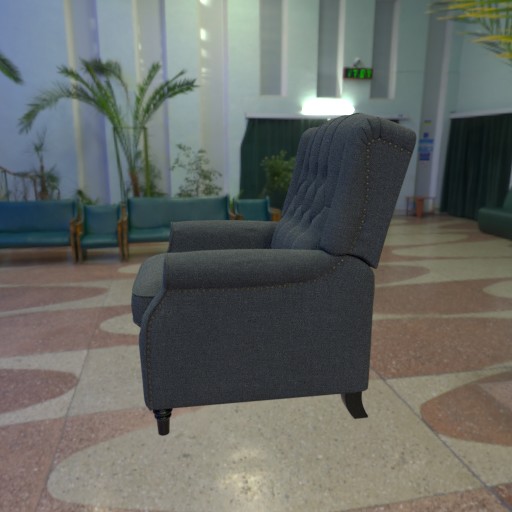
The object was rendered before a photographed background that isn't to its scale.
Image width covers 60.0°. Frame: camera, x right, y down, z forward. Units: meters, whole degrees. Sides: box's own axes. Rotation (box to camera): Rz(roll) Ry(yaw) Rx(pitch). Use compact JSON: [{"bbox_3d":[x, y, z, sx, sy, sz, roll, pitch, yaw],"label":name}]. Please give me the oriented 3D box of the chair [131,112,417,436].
[{"bbox_3d":[0.000,0.000,1.687,0.898,1.035,0.742,-2,13,-9],"label":"chair"}]
